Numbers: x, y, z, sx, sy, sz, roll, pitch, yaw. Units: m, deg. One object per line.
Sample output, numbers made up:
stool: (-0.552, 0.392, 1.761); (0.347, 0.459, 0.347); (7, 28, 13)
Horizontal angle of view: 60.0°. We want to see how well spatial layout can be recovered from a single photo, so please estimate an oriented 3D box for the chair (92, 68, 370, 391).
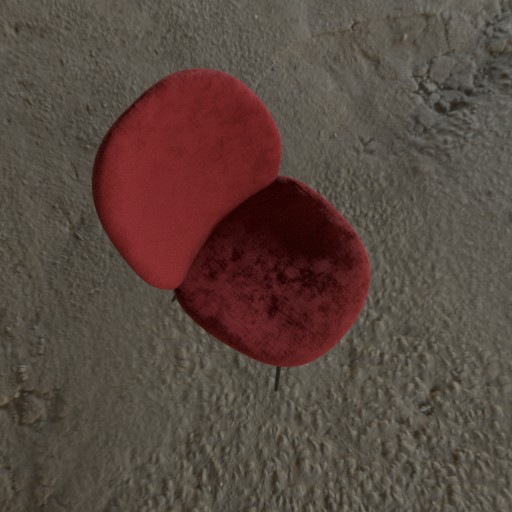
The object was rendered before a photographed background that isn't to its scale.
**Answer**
chair: (0.000, 0.000, 1.131); (0.587, 0.791, 0.458); (39, 79, 9)
